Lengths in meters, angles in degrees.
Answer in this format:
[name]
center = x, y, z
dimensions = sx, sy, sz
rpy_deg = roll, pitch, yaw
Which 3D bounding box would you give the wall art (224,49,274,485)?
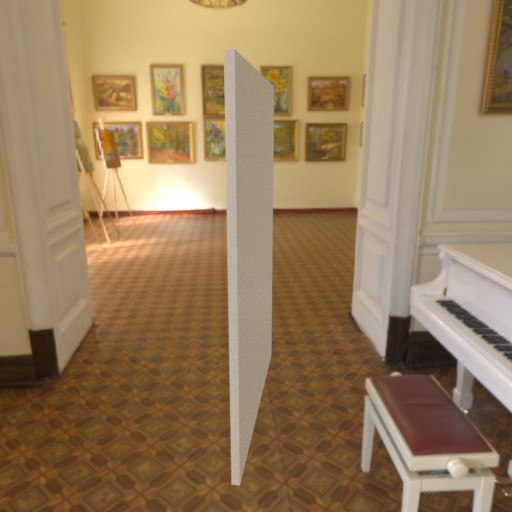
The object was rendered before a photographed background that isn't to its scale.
[wall art]
center = 0.000, 0.000, 0.617
dimensions = 0.010, 0.474, 0.325
rpy_deg = 2, 15, 8
